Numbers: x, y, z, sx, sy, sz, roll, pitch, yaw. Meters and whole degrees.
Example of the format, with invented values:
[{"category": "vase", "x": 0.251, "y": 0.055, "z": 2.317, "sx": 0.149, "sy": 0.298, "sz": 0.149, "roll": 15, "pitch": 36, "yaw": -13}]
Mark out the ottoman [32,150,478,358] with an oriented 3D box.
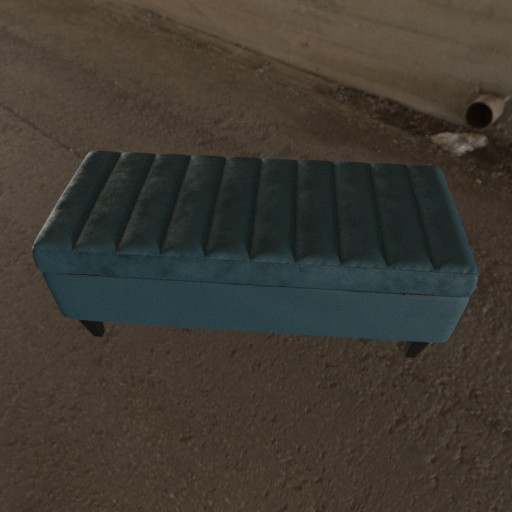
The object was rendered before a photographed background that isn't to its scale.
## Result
[{"category": "ottoman", "x": 0.000, "y": 0.000, "z": 1.418, "sx": 1.151, "sy": 0.469, "sz": 0.482, "roll": 3, "pitch": 46, "yaw": 3}]
